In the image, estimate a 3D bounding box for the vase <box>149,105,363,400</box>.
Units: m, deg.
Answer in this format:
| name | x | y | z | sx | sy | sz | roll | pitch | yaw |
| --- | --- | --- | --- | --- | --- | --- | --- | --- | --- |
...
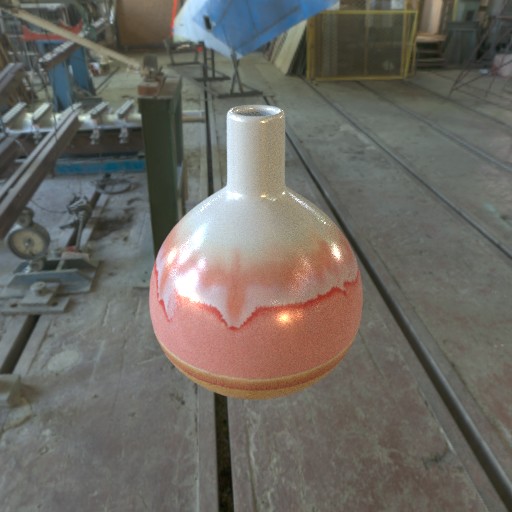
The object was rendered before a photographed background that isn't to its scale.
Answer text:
| name | x | y | z | sx | sy | sz | roll | pitch | yaw |
| --- | --- | --- | --- | --- | --- | --- | --- | --- | --- |
| vase | 0.000 | 0.000 | 0.276 | 0.137 | 0.176 | 0.137 | 0 | 31 | 0 |
